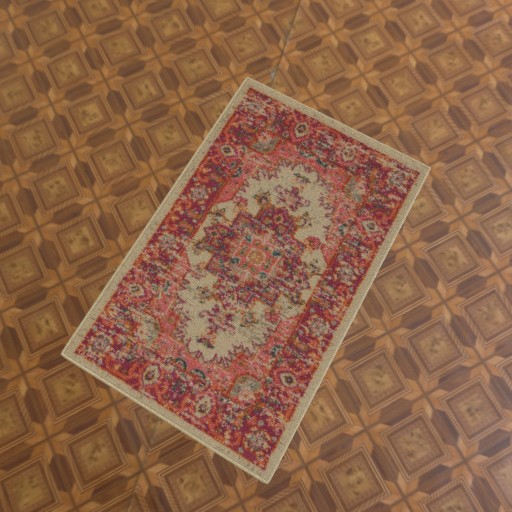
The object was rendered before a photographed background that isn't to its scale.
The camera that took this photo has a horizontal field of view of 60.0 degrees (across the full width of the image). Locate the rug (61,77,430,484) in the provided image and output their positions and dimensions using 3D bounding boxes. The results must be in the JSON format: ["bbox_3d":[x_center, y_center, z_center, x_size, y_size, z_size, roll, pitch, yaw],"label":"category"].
[{"bbox_3d":[0.000,0.000,1.093,0.556,0.004,0.868,29,77,7],"label":"rug"}]
